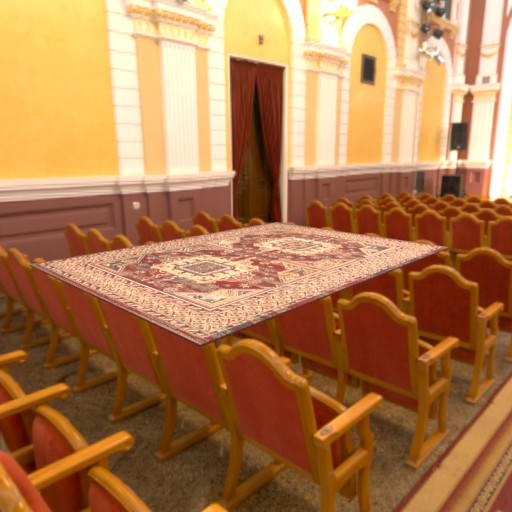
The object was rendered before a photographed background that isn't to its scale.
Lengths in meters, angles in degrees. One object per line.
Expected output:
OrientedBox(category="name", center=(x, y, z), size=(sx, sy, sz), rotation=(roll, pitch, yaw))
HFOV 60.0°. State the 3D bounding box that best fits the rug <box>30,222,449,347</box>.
OrientedBox(category="rug", center=(0.000, 0.000, 2.859), size=(1.599, 0.011, 2.210), rotation=(13, 18, 43))
